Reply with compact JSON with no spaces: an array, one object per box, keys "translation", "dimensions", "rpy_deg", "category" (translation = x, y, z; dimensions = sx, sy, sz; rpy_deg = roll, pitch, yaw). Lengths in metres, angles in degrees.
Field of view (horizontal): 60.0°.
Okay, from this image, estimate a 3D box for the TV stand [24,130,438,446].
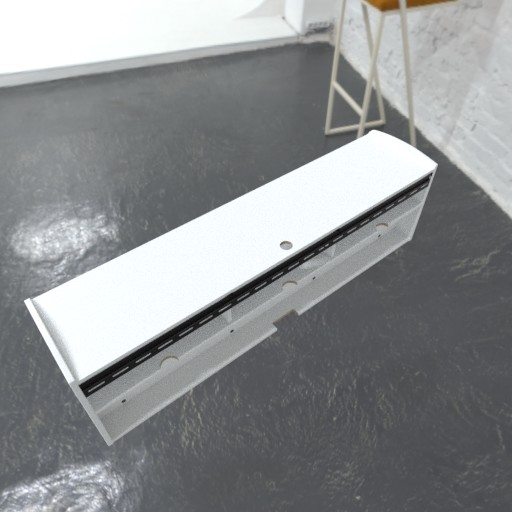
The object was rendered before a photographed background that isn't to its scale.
[{"translation":[0.000,0.000,1.640],"dimensions":[1.473,0.424,0.397],"rpy_deg":[-30,53,-25],"category":"TV stand"}]
